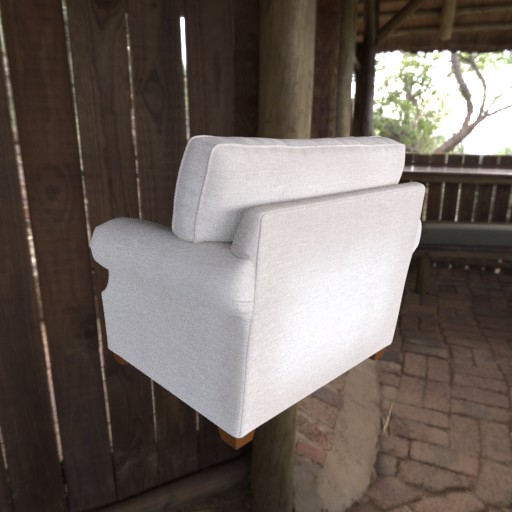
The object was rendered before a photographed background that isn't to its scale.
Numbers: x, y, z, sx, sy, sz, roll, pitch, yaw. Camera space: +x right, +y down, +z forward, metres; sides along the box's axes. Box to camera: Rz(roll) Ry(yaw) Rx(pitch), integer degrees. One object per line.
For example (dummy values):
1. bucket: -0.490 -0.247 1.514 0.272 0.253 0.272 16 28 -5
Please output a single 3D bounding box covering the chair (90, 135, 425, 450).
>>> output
1. chair: 0.000 0.000 1.823 1.092 0.961 0.965 -15 21 -42
